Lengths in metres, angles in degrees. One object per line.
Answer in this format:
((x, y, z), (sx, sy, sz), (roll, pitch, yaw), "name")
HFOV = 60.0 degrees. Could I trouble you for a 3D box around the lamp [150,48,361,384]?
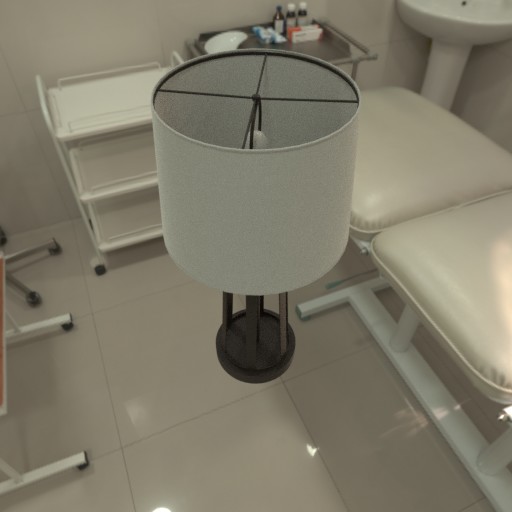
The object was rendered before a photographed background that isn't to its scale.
((0.000, 0.000, 0.654), (0.251, 0.509, 0.251), (0, 47, 0), "lamp")
